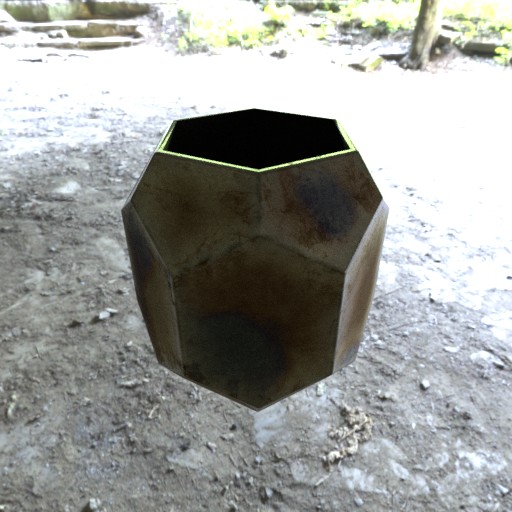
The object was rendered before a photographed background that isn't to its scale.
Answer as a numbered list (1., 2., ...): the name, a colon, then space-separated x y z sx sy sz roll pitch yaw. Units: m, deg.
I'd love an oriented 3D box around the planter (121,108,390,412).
1. planter: 0.000 0.000 0.428 0.243 0.238 0.221 -1 32 -1
